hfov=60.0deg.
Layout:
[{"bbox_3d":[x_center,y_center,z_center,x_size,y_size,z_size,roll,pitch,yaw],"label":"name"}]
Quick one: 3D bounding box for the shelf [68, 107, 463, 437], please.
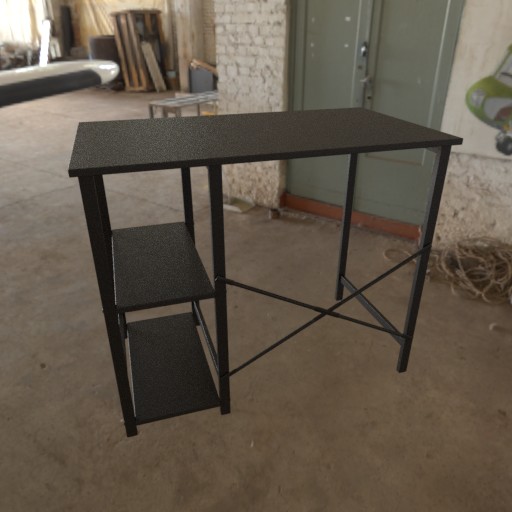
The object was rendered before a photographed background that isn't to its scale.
[{"bbox_3d":[0.000,0.000,1.340,0.902,0.749,0.498,-8,28,-15],"label":"shelf"}]
